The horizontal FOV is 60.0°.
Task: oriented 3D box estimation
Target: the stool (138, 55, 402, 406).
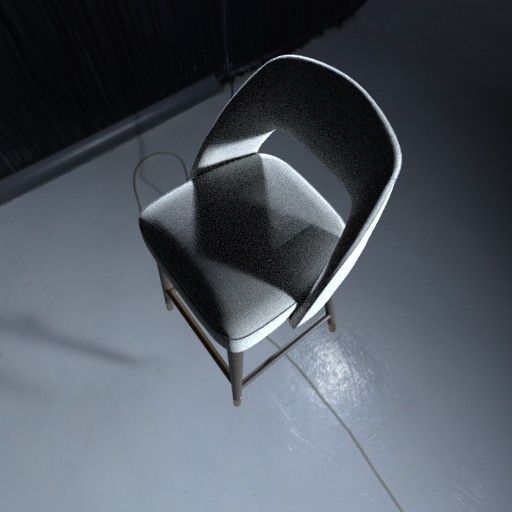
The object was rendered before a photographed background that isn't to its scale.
[{"bbox_3d":[0.000,0.000,1.236,0.509,0.940,0.494,-34,67,-16],"label":"stool"}]
